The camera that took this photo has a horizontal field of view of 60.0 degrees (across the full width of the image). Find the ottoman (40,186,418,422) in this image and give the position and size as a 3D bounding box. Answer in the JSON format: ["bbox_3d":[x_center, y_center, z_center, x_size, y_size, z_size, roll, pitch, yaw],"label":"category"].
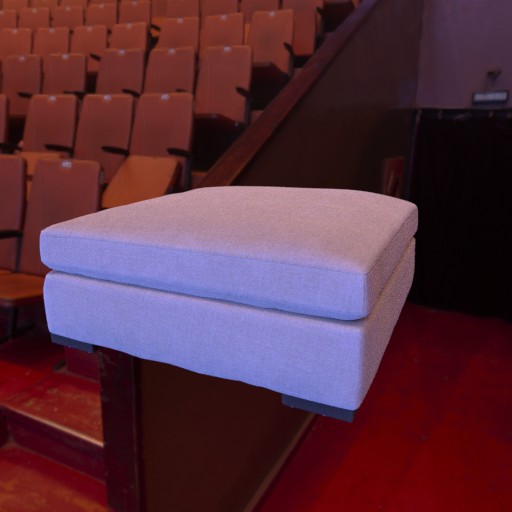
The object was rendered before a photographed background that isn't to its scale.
[{"bbox_3d":[0.000,0.000,1.834,1.171,0.517,1.203,7,17,24],"label":"ottoman"}]
